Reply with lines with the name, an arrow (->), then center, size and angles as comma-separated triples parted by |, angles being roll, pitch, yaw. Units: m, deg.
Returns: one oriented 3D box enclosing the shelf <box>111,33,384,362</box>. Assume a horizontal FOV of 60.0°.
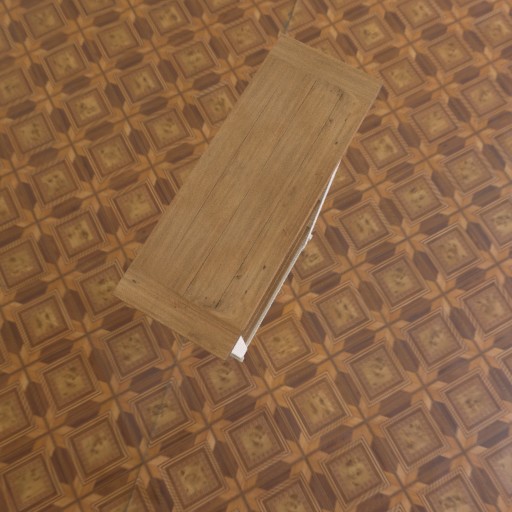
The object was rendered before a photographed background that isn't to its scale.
shelf -> 0.000, 0.000, 2.269 | 0.381, 1.878, 1.022 | 29, 78, 7
